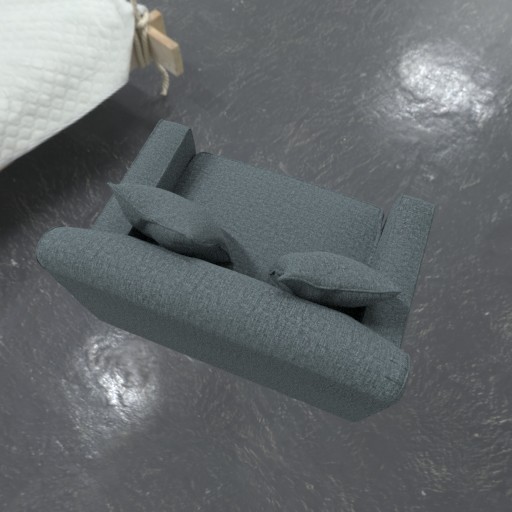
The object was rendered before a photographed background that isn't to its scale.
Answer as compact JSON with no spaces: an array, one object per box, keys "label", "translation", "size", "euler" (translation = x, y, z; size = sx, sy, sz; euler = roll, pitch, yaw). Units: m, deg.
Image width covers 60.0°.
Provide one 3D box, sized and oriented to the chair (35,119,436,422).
[{"label":"chair","translation":[0.000,0.000,2.049],"size":[1.383,0.948,1.000],"euler":[19,66,9]}]
